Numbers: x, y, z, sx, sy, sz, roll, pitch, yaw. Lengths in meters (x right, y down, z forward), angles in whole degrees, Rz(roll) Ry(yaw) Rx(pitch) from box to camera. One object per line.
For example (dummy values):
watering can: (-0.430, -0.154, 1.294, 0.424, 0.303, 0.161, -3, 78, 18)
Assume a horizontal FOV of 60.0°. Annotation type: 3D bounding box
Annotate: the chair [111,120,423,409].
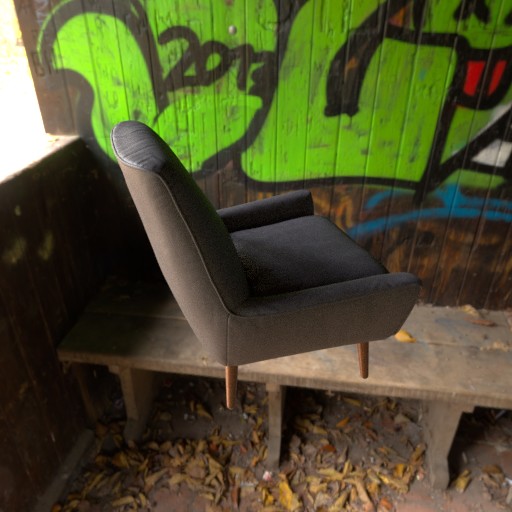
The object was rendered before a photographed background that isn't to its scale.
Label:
chair: (0.000, 0.000, 1.526, 0.822, 0.888, 0.787, -11, 32, -18)
